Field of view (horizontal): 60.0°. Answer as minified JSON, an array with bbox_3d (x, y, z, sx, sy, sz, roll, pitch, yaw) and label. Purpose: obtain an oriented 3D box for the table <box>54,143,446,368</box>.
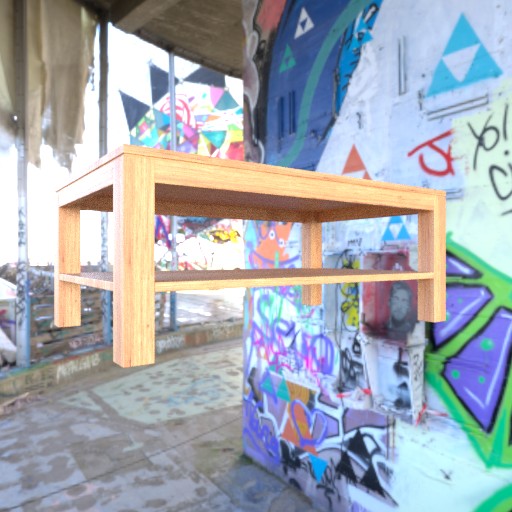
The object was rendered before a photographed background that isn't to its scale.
[{"bbox_3d":[0.000,0.000,1.514,1.146,0.457,0.695,0,0,-35],"label":"table"}]
